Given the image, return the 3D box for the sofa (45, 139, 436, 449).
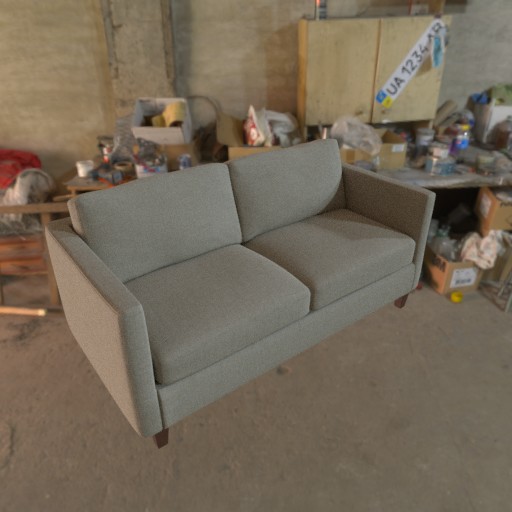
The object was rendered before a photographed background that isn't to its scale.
[{"bbox_3d":[0.000,0.000,2.425,1.884,0.947,0.951,-21,35,-32],"label":"sofa"}]
